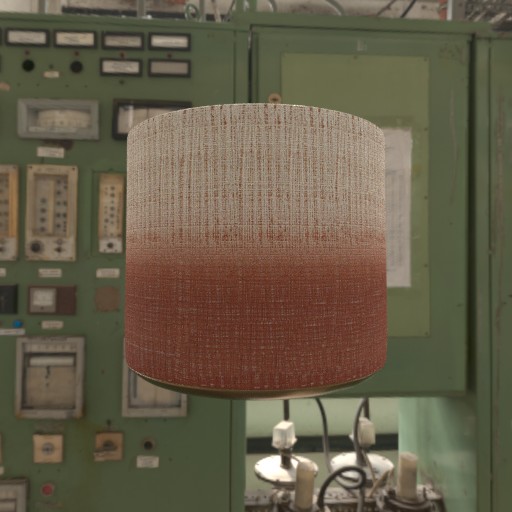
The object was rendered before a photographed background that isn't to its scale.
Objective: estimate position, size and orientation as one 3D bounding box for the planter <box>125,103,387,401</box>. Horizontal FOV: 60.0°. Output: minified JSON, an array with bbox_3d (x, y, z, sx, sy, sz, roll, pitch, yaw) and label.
[{"bbox_3d":[0.000,0.000,0.313,0.178,0.157,0.178,0,0,0],"label":"planter"}]
